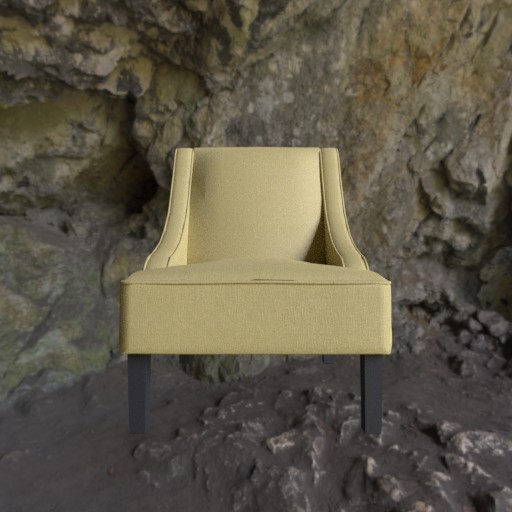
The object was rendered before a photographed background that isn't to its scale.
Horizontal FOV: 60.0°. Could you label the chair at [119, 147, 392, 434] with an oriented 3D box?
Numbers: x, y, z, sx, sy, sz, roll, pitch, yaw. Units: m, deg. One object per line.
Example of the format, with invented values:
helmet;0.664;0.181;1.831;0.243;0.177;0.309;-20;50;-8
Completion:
chair;0.000;0.000;1.492;0.696;0.896;0.814;0;0;0
